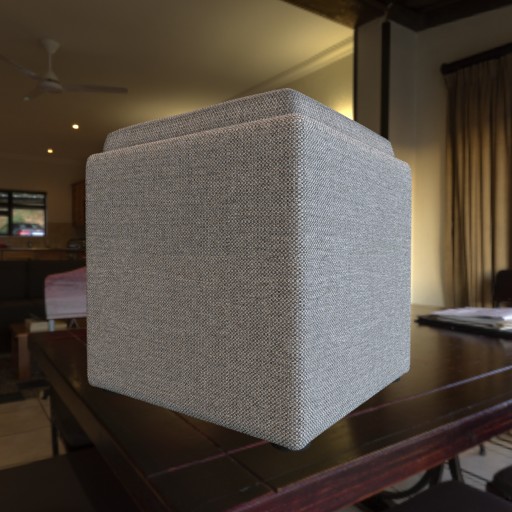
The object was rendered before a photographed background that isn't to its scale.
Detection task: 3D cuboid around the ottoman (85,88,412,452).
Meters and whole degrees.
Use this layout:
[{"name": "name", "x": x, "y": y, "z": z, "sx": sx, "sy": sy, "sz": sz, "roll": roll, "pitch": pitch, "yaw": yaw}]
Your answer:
[{"name": "ottoman", "x": 0.000, "y": 0.000, "z": 0.840, "sx": 0.454, "sy": 0.487, "sz": 0.436, "roll": 1, "pitch": 2, "yaw": 36}]
